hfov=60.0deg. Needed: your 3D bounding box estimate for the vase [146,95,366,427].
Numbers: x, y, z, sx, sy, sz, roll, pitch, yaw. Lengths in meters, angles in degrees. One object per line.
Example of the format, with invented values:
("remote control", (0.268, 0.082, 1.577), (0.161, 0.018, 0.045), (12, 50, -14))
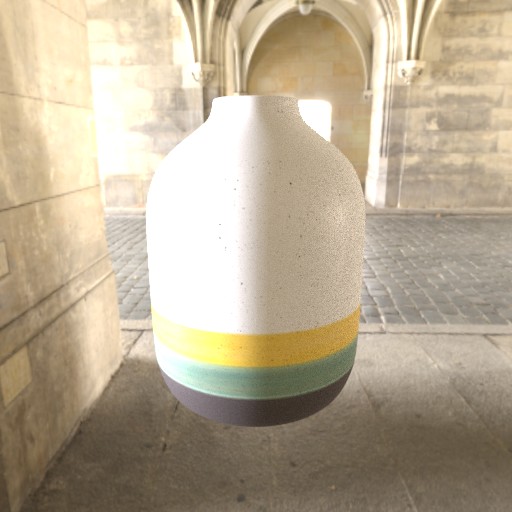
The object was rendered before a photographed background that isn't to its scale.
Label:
("vase", (0.000, 0.000, 0.359), (0.169, 0.240, 0.169), (0, 15, 0))
